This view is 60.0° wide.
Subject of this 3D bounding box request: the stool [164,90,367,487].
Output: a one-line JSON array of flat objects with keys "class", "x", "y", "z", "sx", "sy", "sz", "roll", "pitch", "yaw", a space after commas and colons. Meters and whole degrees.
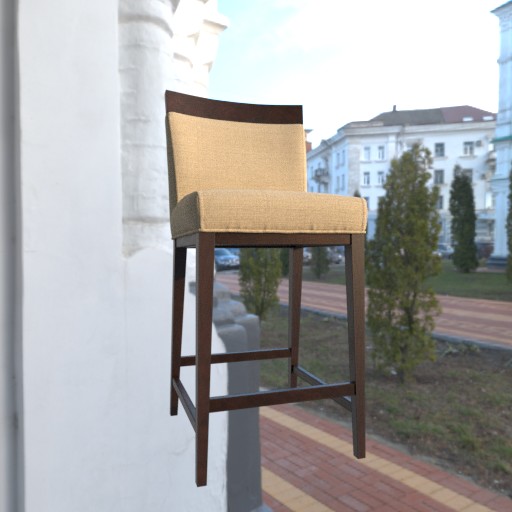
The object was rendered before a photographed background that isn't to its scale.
[{"class": "stool", "x": 0.000, "y": 0.000, "z": 1.393, "sx": 0.511, "sy": 1.117, "sz": 0.531, "roll": 0, "pitch": 1, "yaw": -19}]
